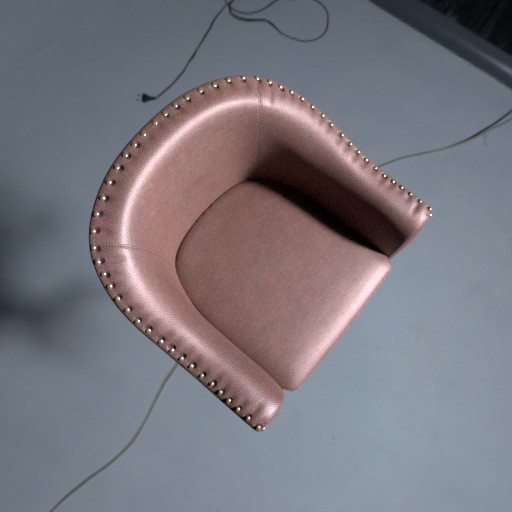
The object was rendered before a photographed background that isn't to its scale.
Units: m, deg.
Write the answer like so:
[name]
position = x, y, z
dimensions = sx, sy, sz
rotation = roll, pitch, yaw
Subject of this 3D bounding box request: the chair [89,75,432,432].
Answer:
[chair]
position = 0.000, 0.000, 1.455
dimensions = 0.748, 0.823, 0.794
rotation = 39, 79, 9
